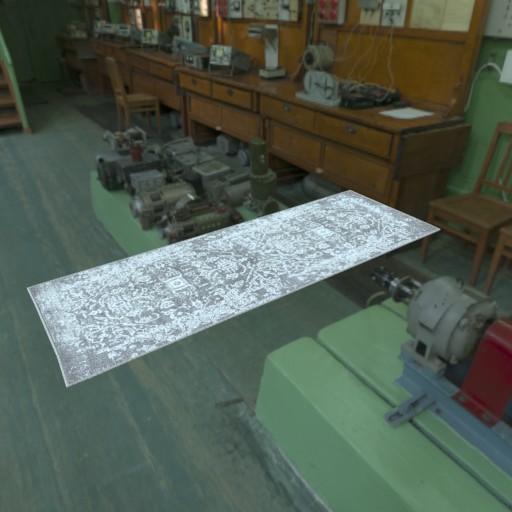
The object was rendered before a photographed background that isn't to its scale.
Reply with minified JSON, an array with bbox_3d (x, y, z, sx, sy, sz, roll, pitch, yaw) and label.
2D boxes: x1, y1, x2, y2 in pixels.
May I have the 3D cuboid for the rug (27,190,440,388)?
[{"bbox_3d":[0.000,0.000,2.693,2.452,0.017,0.855,-19,36,-29],"label":"rug"}]
